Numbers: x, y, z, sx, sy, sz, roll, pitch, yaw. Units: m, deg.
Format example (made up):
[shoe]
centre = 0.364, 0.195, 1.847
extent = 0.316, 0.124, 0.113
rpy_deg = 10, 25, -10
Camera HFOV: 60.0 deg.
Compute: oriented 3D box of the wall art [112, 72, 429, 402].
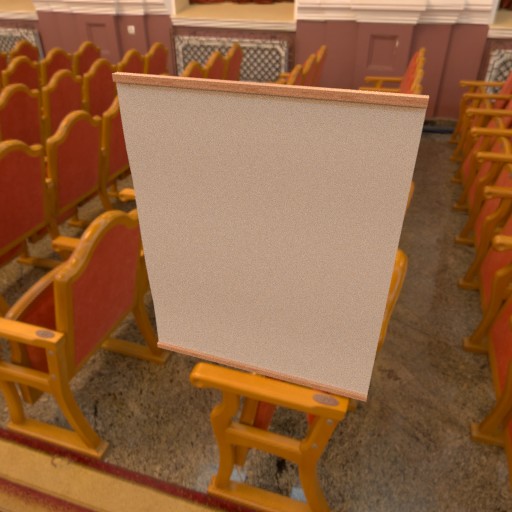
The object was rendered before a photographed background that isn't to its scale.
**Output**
[wall art]
centre = 0.000, 0.000, 0.686
extent = 0.406, 0.508, 0.013
rpy_deg = 11, 35, 16
